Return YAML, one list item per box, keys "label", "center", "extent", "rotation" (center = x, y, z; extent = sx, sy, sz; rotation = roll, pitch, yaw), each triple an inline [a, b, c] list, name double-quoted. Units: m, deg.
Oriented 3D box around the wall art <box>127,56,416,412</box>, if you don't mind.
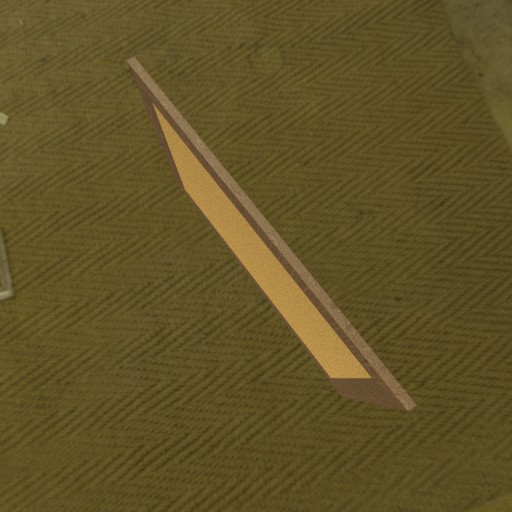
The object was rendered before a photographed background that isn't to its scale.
- label: "wall art"
  center: [0.000, 0.000, 1.182]
  extent: [0.019, 0.626, 0.917]
  rotation: [-36, 78, -9]
